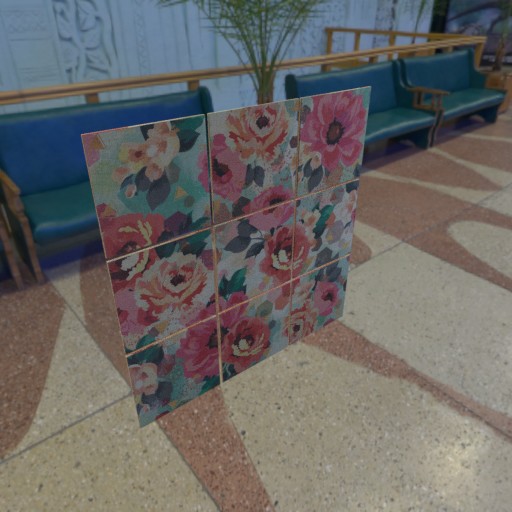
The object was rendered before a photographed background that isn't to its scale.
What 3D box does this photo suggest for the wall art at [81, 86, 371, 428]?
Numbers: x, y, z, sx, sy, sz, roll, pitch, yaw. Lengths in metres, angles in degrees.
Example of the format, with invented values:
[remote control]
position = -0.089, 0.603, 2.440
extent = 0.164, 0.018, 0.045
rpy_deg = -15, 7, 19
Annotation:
[wall art]
position = 0.000, 0.000, 2.313
extent = 1.521, 1.519, 0.013
rpy_deg = -22, 37, -32
